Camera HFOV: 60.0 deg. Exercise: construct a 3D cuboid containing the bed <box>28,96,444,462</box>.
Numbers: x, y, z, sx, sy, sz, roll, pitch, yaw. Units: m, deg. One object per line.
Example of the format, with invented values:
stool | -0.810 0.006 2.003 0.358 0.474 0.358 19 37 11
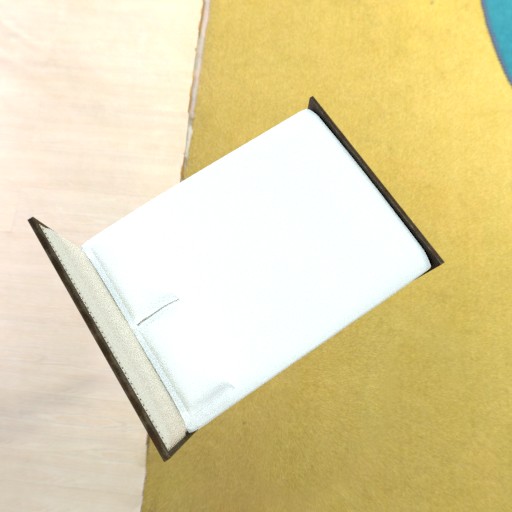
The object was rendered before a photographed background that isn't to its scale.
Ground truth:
bed | 0.000 0.000 3.273 2.221 1.313 1.607 -33 78 -8
